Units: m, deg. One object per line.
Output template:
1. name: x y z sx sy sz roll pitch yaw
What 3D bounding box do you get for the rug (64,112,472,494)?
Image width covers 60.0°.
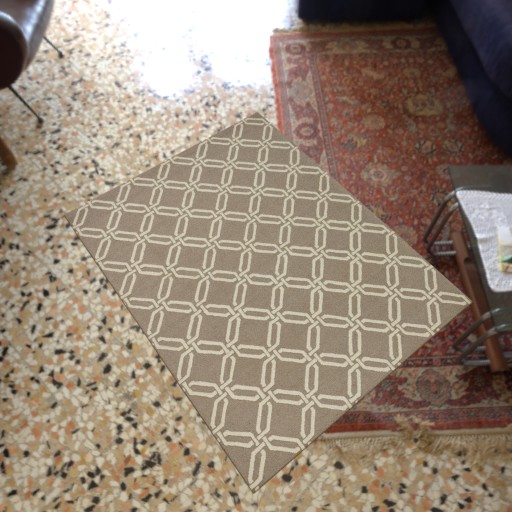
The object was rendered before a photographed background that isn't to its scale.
1. rug: 0.000 0.000 3.889 2.288 0.018 2.895 -34 64 -19
